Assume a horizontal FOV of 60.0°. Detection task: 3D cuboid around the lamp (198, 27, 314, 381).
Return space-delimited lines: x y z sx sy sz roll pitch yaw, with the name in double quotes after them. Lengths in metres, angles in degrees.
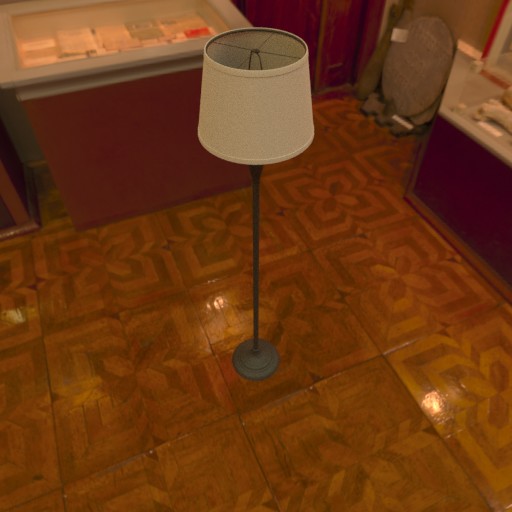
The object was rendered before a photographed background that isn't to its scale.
0.000 0.000 1.638 0.327 1.506 0.327 -16 49 -14 "lamp"
